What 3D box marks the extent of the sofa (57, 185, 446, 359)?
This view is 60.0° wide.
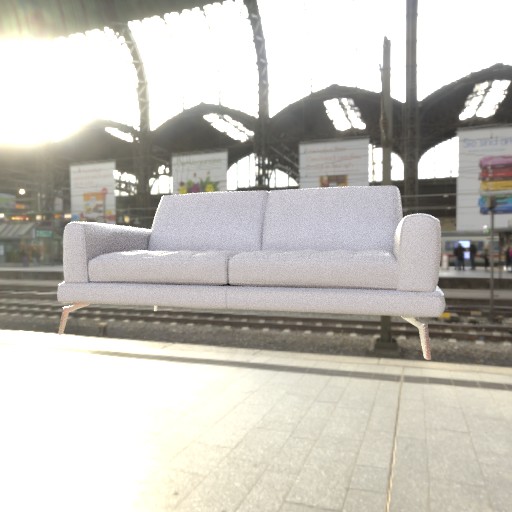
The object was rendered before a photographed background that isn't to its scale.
[{"bbox_3d":[0.000,0.000,2.821,2.177,0.930,1.121,0,1,17],"label":"sofa"}]
